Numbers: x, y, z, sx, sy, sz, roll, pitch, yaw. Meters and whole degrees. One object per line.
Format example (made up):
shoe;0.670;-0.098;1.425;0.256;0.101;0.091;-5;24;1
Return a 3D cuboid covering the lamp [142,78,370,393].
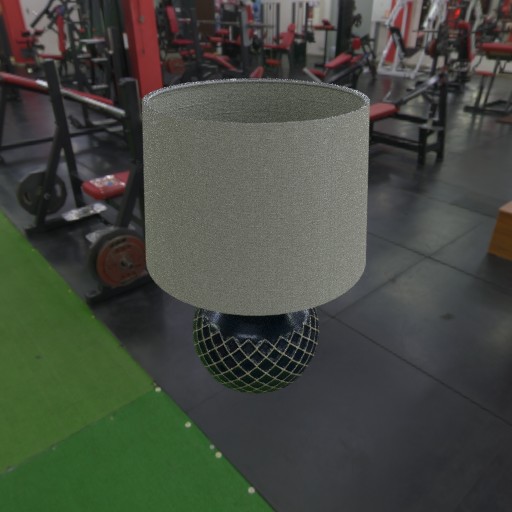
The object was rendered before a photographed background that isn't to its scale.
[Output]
lamp;0.000;0.000;0.782;0.376;0.540;0.376;0;30;0
